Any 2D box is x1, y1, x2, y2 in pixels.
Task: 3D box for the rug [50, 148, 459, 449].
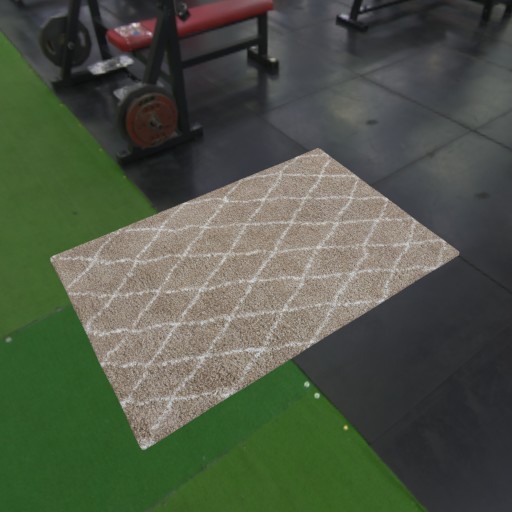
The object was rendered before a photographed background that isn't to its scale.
[{"bbox_3d":[0.000,0.000,3.524,2.743,0.030,1.778,-26,52,-22],"label":"rug"}]
